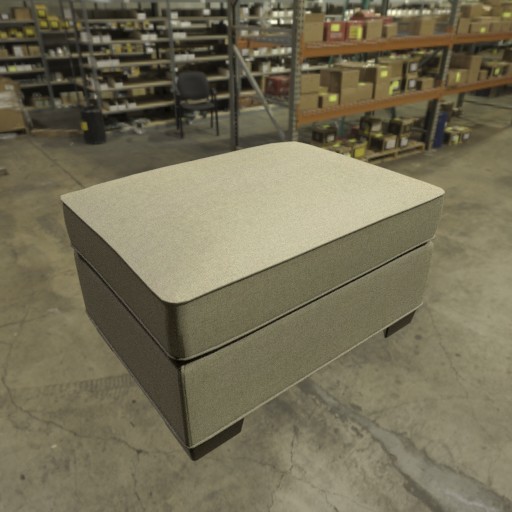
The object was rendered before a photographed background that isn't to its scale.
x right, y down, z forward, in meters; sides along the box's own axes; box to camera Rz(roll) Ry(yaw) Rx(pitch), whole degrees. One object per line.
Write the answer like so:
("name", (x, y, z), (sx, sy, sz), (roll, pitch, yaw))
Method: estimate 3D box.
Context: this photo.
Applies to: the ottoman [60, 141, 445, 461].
("ottoman", (0.000, 0.000, 1.260), (0.843, 0.504, 0.619), (-21, 36, -32))
